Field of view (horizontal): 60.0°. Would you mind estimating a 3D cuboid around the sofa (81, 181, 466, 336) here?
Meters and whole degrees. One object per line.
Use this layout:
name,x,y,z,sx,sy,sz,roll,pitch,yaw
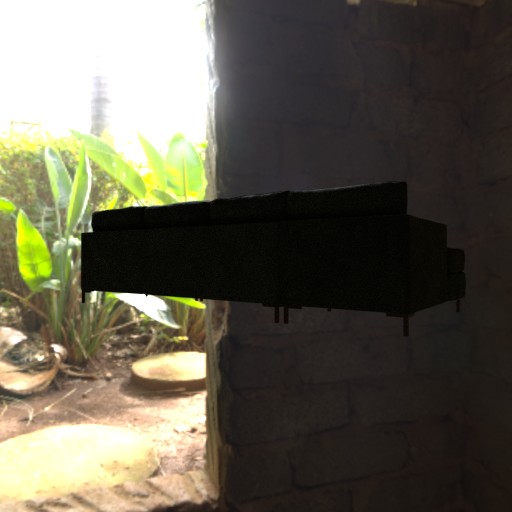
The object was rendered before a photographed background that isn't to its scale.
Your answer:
sofa,0.000,0.000,4.195,3.400,0.967,1.500,0,0,36
